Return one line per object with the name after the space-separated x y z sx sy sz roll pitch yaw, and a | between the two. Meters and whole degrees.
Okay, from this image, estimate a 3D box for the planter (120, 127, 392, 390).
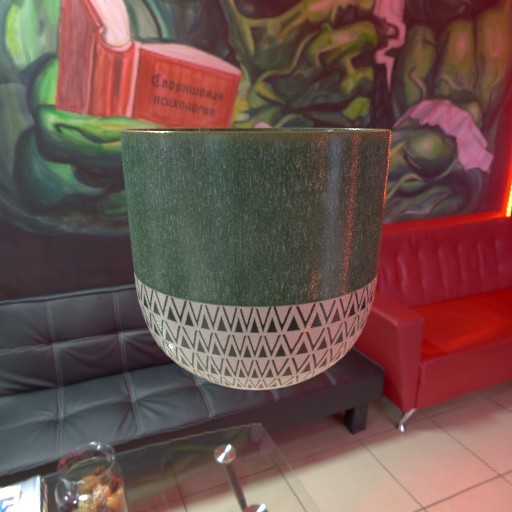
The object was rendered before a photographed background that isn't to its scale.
0.000 0.000 0.490 0.266 0.270 0.266 0 17 0 | planter
